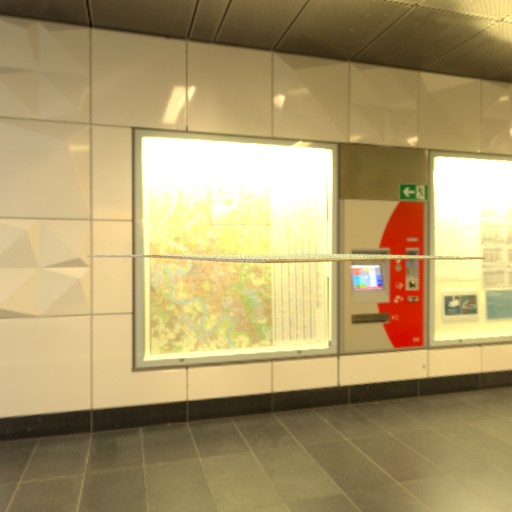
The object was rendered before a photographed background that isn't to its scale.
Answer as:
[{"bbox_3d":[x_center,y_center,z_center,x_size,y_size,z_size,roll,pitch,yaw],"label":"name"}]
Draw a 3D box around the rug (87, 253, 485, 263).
[{"bbox_3d":[0.000,0.000,2.988,1.593,0.029,2.305,0,1,-36],"label":"rug"}]
